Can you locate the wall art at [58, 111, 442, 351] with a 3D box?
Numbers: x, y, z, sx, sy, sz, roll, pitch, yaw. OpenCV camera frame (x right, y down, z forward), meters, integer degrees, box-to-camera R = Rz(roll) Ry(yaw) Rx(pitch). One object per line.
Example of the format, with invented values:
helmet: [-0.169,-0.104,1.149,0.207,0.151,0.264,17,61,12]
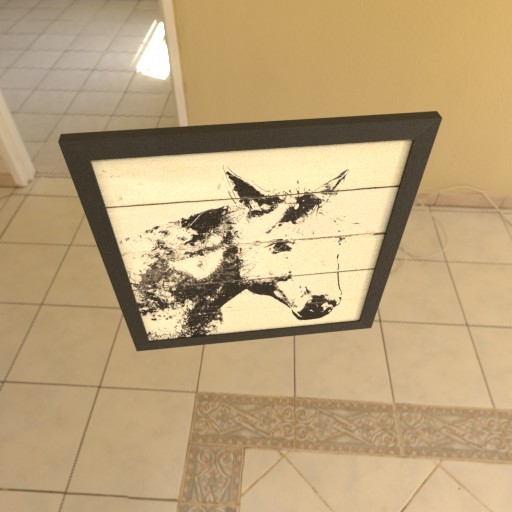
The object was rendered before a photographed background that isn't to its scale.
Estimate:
wall art: [0.000,0.000,1.549,1.016,1.016,0.038,-5,47,-4]
